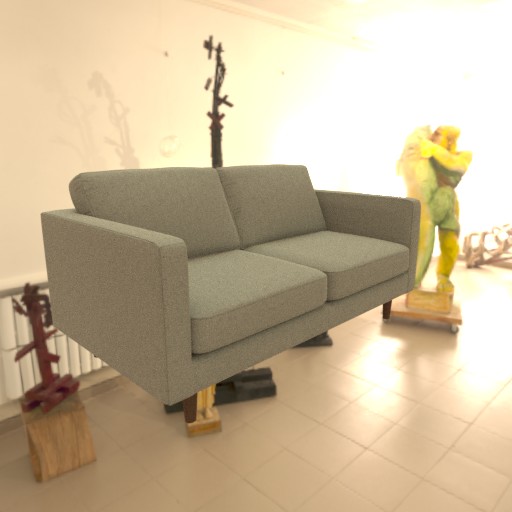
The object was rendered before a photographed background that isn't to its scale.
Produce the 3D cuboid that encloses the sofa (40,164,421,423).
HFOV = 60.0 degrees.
[{"bbox_3d":[0.000,0.000,2.287,1.731,0.900,1.000,-13,19,-43],"label":"sofa"}]
